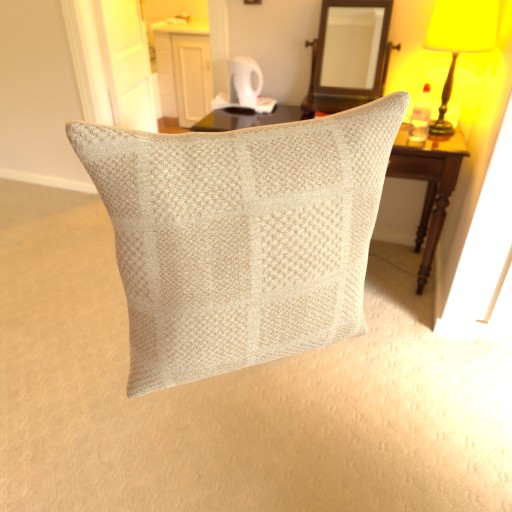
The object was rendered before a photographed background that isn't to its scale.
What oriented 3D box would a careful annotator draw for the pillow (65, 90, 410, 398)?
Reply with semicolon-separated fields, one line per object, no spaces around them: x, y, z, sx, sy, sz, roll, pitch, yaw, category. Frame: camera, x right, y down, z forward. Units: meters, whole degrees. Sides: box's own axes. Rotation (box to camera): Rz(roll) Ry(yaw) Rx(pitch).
0.000;0.000;0.648;0.436;0.432;0.138;-11;35;-17;pillow
